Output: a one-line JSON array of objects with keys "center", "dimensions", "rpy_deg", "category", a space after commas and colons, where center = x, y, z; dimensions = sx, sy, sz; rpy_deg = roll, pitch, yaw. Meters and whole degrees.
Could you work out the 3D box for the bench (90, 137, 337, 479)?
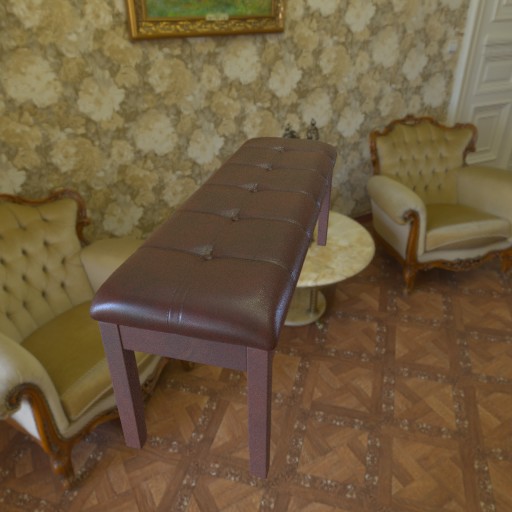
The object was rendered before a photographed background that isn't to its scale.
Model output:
[{"center": [0.000, 0.000, 1.484], "dimensions": [0.401, 0.491, 1.259], "rpy_deg": [7, 31, 12], "category": "bench"}]
